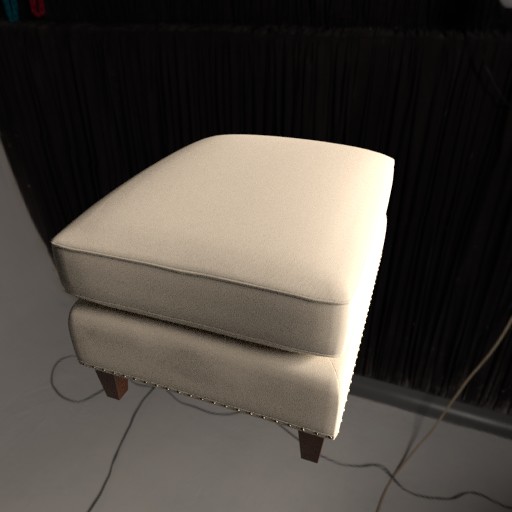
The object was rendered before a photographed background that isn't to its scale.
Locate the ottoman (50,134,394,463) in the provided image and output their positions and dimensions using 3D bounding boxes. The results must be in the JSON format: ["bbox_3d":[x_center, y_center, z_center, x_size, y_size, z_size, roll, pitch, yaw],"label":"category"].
[{"bbox_3d":[0.000,0.000,1.124,0.584,0.513,0.741,10,32,17],"label":"ottoman"}]
